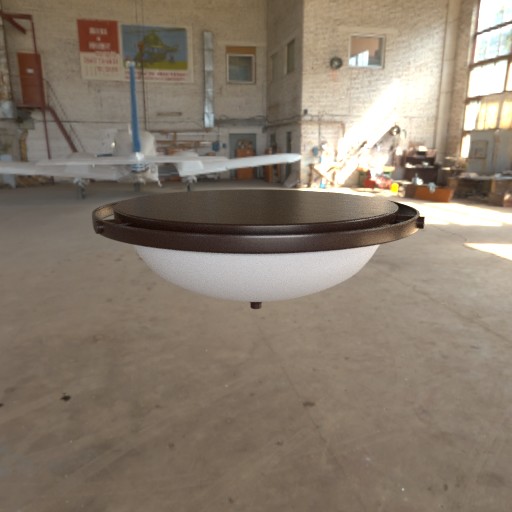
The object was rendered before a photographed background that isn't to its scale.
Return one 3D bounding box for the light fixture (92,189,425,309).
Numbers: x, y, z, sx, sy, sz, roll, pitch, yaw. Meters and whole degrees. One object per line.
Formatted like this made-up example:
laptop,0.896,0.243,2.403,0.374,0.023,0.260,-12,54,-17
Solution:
light fixture,0.000,0.000,0.532,0.361,0.130,0.361,0,14,0
